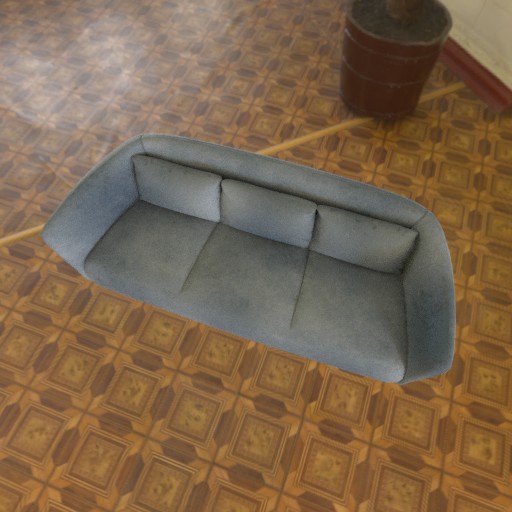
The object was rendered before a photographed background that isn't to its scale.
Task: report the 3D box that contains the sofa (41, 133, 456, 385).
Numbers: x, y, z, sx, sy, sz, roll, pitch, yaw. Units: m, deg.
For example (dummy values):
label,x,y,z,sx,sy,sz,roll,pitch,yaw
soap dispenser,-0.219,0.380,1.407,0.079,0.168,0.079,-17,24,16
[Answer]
label,x,y,z,sx,sy,sz,roll,pitch,yaw
sofa,0.000,0.000,2.531,2.095,0.795,0.849,17,60,10
